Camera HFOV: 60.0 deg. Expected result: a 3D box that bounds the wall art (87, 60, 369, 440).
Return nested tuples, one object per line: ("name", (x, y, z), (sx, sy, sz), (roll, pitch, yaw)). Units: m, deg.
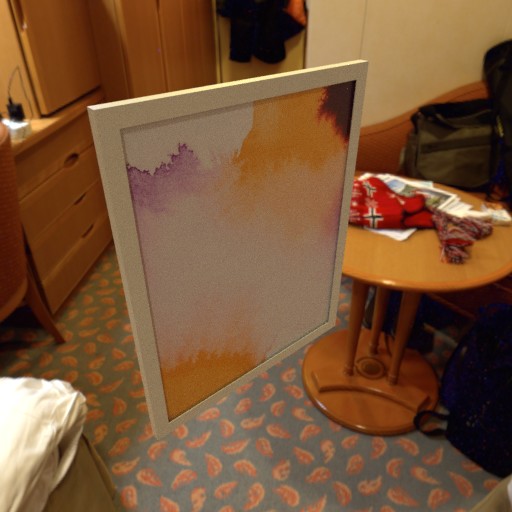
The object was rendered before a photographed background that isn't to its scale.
("wall art", (0.000, 0.000, 1.075), (0.661, 0.811, 0.026), (-25, 40, -33))
